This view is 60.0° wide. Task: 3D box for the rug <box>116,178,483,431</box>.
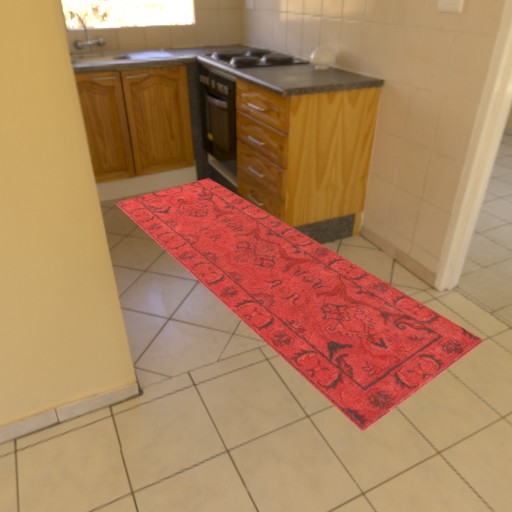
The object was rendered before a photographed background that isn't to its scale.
[{"bbox_3d":[0.000,0.000,2.671,0.813,0.018,2.439,-21,38,-30],"label":"rug"}]
